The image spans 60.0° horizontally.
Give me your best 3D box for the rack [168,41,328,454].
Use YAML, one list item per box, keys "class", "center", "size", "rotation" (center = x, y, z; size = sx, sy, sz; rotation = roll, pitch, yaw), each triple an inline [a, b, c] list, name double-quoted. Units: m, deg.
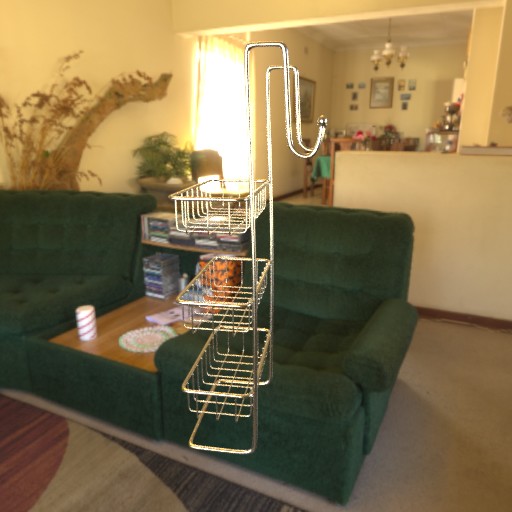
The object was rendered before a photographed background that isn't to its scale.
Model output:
- class: "rack"
  center: [0.000, 0.000, 0.689]
  size: [0.202, 0.574, 0.228]
  rotation: [2, 16, 9]
